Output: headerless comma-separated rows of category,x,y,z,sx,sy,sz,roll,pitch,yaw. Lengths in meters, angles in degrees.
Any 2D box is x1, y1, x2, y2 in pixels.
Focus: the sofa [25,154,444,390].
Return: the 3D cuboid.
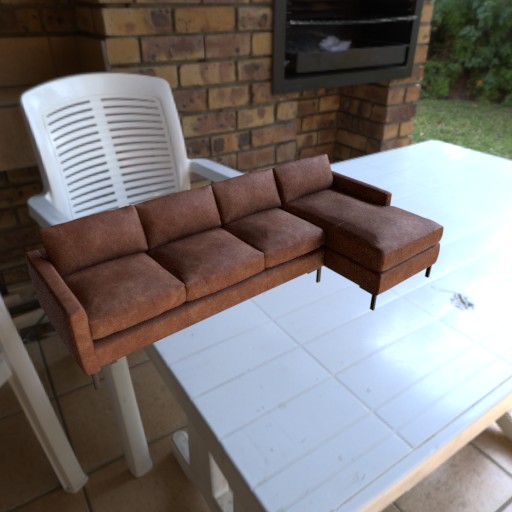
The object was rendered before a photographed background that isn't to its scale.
sofa,0.000,0.000,3.494,2.993,0.859,1.471,-22,36,-33
